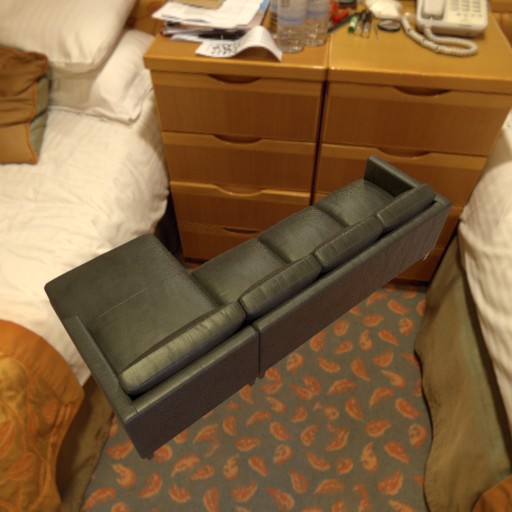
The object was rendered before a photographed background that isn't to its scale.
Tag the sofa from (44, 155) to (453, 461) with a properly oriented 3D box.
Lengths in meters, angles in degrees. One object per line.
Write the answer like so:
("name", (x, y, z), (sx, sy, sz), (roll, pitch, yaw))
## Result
("sofa", (0.000, 0.000, 3.871), (3.203, 0.883, 1.581), (-30, 54, -25))
